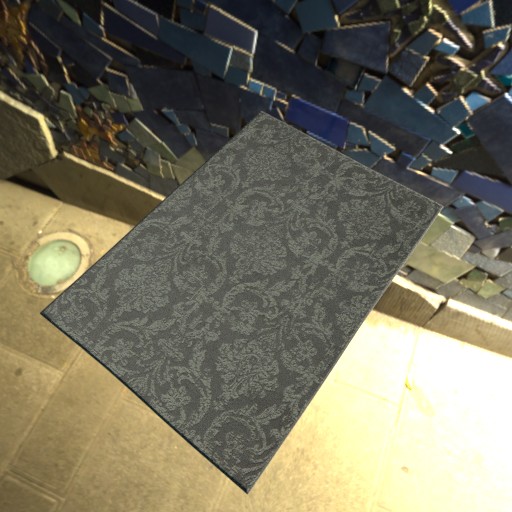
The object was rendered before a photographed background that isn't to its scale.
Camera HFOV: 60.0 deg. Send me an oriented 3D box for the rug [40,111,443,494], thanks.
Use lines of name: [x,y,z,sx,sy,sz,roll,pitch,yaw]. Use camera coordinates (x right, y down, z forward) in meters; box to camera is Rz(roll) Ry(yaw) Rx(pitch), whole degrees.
rug: [0.000,0.000,2.855,1.578,0.014,2.206,33,65,18]
